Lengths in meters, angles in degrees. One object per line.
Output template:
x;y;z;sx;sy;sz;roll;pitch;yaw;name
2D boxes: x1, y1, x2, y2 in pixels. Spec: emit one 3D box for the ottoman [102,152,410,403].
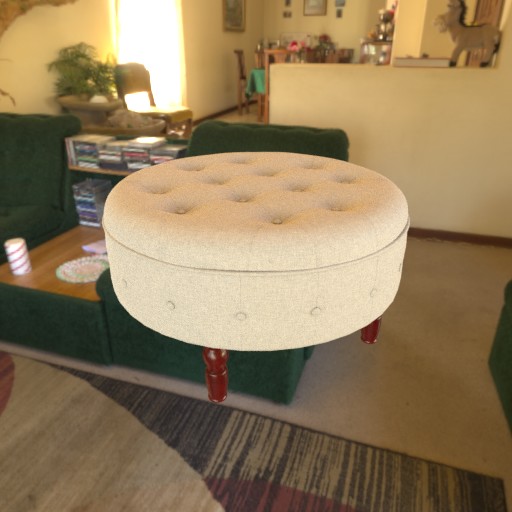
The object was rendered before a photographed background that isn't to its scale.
0.000;0.000;1.352;0.849;0.478;0.849;0;26;0;ottoman
